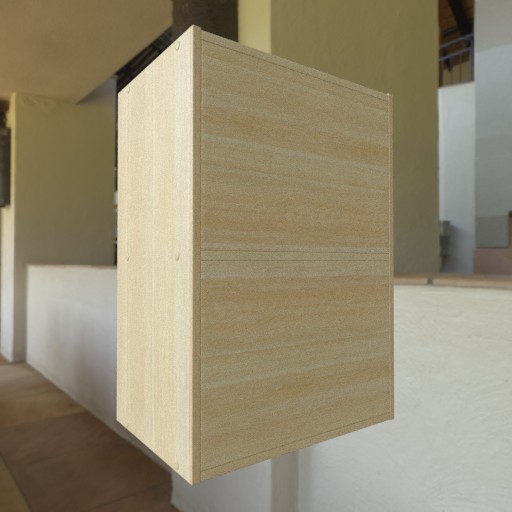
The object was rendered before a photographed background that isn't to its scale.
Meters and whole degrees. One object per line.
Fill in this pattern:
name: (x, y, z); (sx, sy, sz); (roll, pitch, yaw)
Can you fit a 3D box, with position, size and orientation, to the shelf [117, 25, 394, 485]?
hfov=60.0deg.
shelf: (0.000, 0.000, 0.806); (0.414, 0.592, 0.290); (1, -1, -36)
